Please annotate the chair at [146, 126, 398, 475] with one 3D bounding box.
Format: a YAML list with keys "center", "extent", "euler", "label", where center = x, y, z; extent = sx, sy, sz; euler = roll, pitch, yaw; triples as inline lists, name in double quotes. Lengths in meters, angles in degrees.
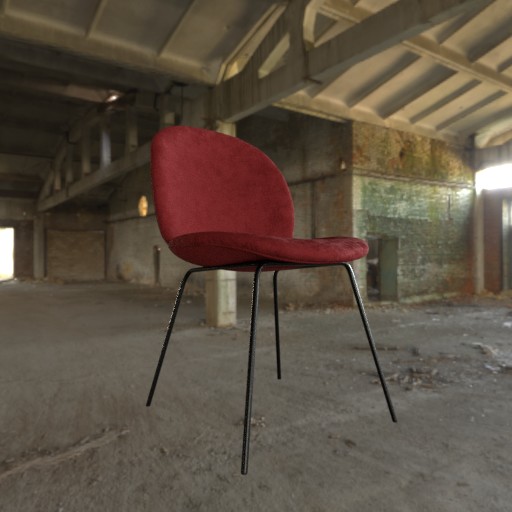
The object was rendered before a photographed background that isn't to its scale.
- center: [0.000, 0.000, 1.152]
  extent: [0.458, 0.791, 0.587]
  euler: [0, 0, -36]
  label: "chair"
